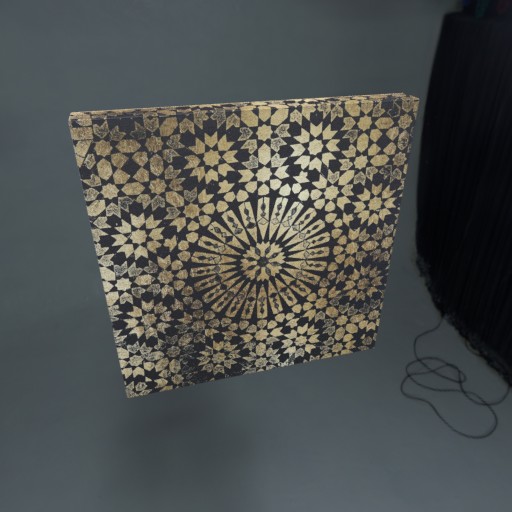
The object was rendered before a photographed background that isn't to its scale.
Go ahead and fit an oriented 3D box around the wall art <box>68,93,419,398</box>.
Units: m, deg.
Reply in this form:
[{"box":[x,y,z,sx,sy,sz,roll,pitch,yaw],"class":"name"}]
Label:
[{"box":[0.000,0.000,0.614,0.405,0.405,0.038,-8,32,-13],"class":"wall art"}]
